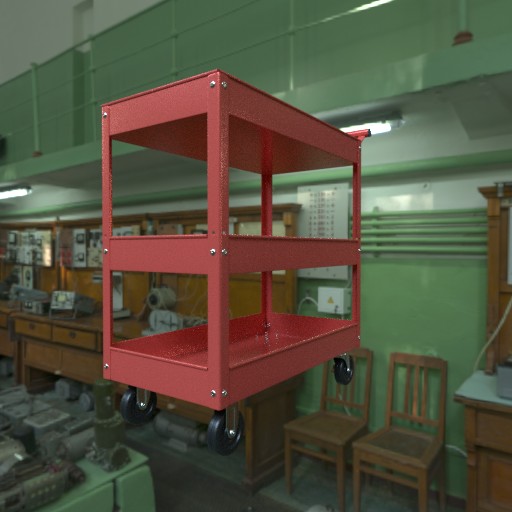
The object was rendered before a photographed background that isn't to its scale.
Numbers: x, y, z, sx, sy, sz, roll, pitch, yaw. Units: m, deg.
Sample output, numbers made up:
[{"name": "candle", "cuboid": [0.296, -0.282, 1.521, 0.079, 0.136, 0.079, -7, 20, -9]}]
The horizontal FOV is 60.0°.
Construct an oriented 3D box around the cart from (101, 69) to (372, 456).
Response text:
[{"name": "cart", "cuboid": [0.000, 0.000, 1.195, 0.366, 0.780, 0.719, 1, 1, 36]}]
